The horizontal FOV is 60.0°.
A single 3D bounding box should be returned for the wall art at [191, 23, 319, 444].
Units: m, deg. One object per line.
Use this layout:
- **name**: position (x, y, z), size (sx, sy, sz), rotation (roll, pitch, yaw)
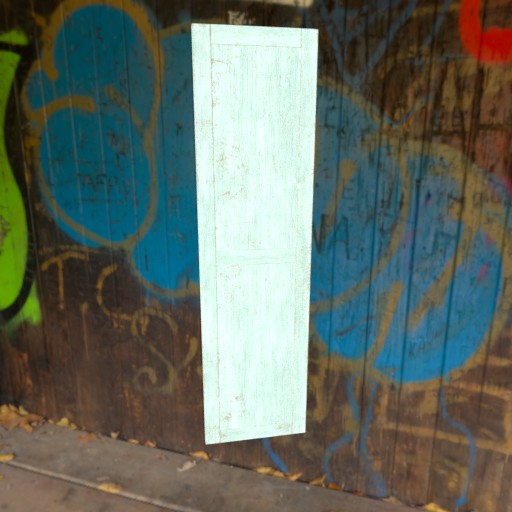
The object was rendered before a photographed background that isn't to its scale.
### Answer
- **wall art**: position (0.000, 0.000, 1.297), size (0.329, 1.219, 0.025), rotation (-3, 15, -10)
